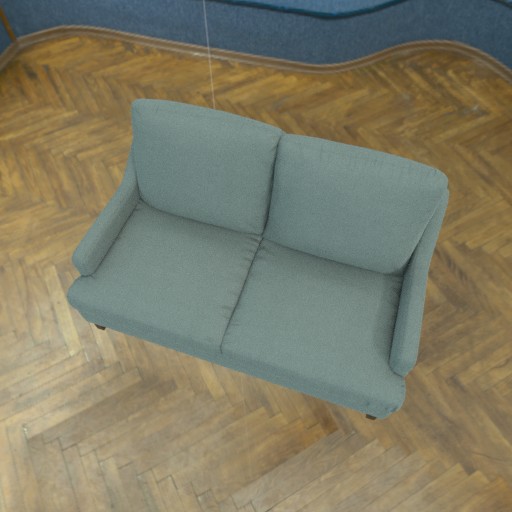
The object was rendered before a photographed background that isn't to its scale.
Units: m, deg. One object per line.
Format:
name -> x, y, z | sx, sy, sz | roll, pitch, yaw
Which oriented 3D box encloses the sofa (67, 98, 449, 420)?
sofa -> 0.000, 0.000, 2.122 | 1.589, 0.921, 0.987 | 16, 60, 9
